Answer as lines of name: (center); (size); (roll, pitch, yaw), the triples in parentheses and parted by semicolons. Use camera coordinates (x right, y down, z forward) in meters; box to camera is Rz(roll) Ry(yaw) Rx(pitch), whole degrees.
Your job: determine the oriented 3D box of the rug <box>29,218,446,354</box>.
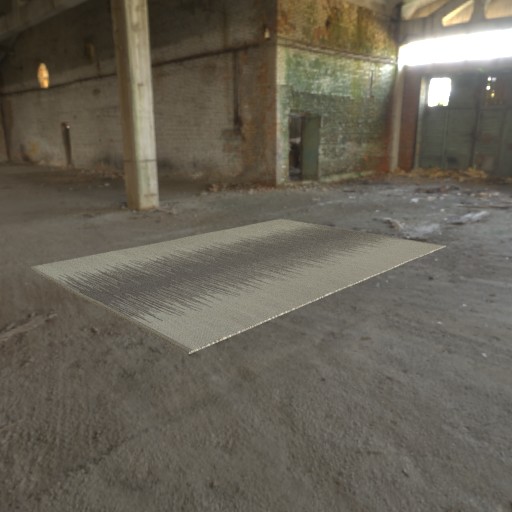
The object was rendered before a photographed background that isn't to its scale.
rug: (0.000, 0.000, 2.287); (1.226, 0.007, 1.815); (14, 21, 43)
